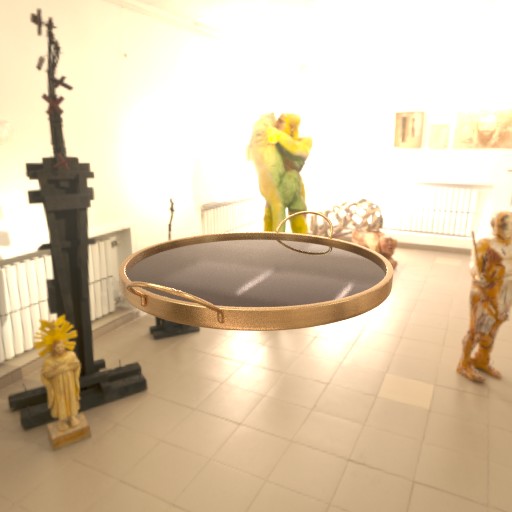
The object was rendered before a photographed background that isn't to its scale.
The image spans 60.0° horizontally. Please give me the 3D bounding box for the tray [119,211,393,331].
[{"bbox_3d":[0.000,0.000,0.736,0.438,0.069,0.543,8,17,26],"label":"tray"}]
